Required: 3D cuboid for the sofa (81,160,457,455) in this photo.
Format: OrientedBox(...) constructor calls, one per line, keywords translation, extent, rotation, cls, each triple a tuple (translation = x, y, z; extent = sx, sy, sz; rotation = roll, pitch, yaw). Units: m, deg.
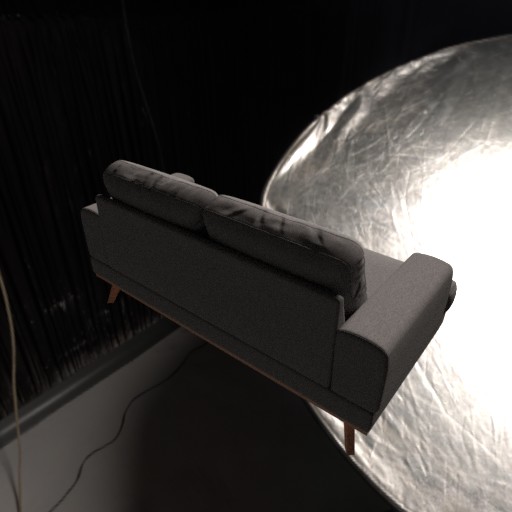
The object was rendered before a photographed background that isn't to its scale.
OrientedBox(translation=(0.000, 0.000, 2.087), extent=(1.650, 0.810, 0.785), rotation=(23, 38, 32), cls="sofa")
